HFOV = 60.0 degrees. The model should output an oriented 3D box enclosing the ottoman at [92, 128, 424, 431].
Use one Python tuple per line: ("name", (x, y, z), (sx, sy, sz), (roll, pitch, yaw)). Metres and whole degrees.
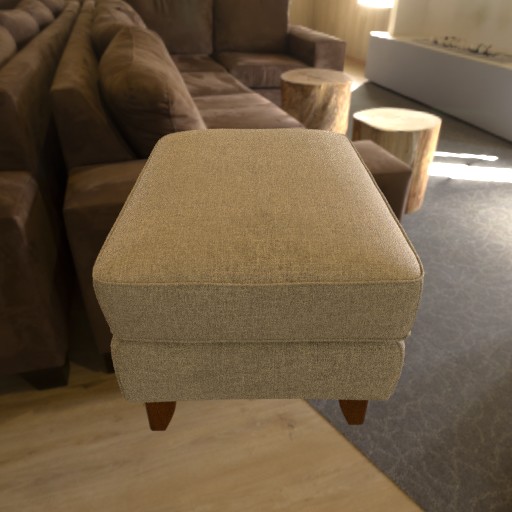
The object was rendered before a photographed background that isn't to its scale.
("ottoman", (0.000, 0.000, 1.298), (0.661, 0.561, 0.889), (0, 33, -1))
